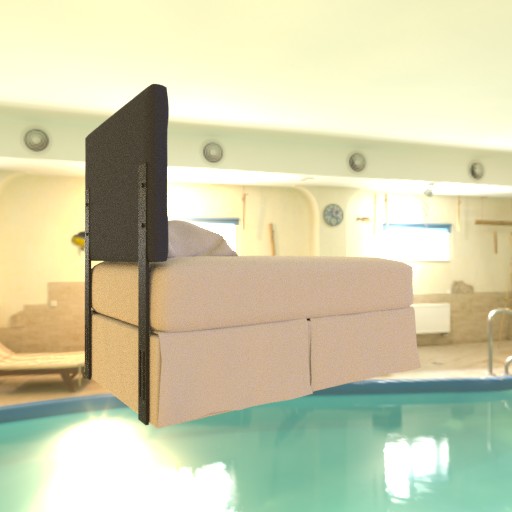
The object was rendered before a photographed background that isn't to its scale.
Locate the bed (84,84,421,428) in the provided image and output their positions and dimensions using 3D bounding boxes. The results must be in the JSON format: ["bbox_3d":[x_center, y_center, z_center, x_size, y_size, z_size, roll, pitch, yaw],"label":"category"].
[{"bbox_3d":[0.000,0.000,3.028,1.997,1.571,1.261,0,0,-36],"label":"bed"}]
